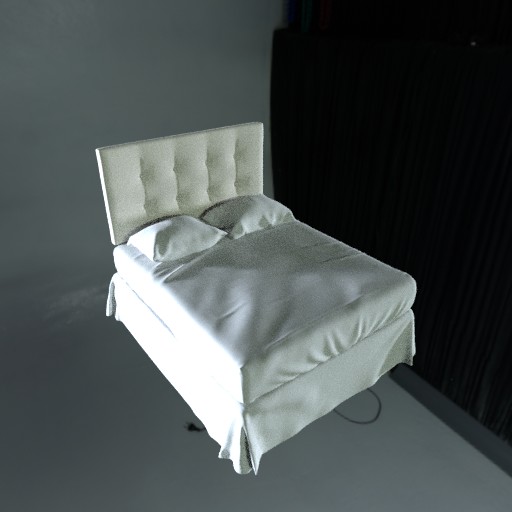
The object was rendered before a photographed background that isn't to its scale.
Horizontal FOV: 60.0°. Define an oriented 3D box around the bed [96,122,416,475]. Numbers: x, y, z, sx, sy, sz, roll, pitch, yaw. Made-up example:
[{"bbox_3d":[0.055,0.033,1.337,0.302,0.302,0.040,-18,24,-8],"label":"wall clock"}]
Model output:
[{"bbox_3d":[0.000,0.000,3.573,1.936,1.577,2.222,-20,35,-32],"label":"bed"}]
